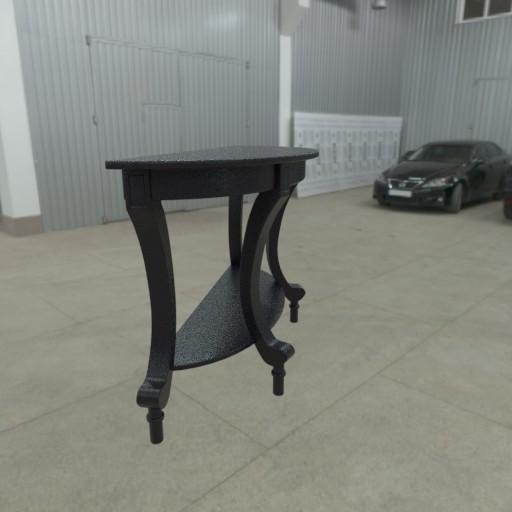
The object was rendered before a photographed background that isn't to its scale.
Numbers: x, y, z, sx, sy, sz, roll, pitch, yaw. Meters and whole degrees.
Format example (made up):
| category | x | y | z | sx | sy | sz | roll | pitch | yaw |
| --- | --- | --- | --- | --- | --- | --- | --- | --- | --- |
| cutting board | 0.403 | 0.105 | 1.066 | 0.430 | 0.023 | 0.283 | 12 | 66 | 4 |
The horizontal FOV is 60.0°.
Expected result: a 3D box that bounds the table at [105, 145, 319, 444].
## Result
| category | x | y | z | sx | sy | sz | roll | pitch | yaw |
| --- | --- | --- | --- | --- | --- | --- | --- | --- | --- |
| table | 0.000 | 0.000 | 1.495 | 0.394 | 0.692 | 1.198 | 3 | 16 | 9 |
